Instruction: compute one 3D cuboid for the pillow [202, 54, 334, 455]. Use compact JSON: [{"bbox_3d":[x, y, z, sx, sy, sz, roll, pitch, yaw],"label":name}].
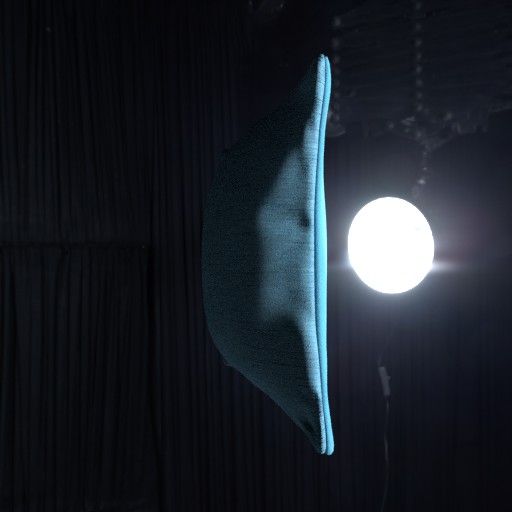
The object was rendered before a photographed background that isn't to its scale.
[{"bbox_3d":[0.000,0.000,0.654,0.151,0.415,0.433,0,0,-18],"label":"pillow"}]
